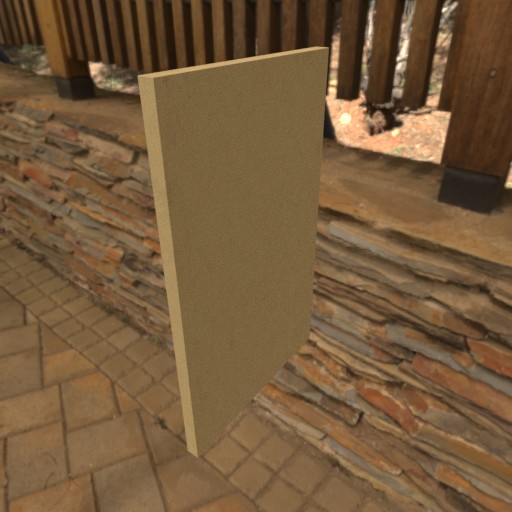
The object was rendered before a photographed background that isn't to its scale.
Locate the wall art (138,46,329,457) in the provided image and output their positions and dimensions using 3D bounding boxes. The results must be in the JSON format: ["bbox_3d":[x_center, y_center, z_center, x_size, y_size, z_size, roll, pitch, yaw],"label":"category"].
[{"bbox_3d":[0.000,0.000,0.989,0.039,0.810,0.510,20,36,30],"label":"wall art"}]
